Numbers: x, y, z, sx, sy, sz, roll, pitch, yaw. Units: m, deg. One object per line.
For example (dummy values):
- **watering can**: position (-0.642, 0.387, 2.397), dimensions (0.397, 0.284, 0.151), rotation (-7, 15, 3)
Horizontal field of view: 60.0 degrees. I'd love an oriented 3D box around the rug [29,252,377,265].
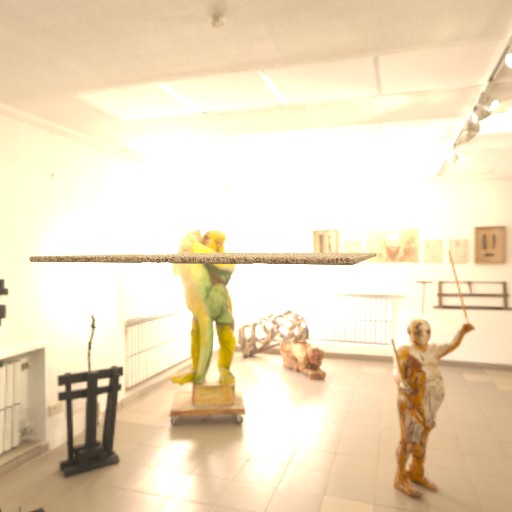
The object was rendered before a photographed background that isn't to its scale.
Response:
- **rug**: position (0.000, 0.000, 3.047), dimensions (1.524, 0.030, 2.438), rotation (0, 1, 17)
